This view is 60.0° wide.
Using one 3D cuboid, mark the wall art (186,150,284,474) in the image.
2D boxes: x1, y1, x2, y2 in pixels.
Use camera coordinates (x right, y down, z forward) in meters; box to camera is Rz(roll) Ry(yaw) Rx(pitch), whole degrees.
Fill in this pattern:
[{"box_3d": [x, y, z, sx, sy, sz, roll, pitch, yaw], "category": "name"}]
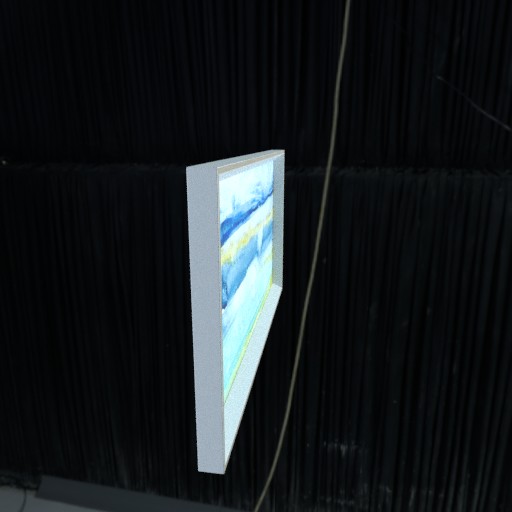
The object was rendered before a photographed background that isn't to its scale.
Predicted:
[{"box_3d": [0.000, 0.000, 0.968, 0.038, 0.431, 0.812, 2, 15, 9], "category": "wall art"}]
